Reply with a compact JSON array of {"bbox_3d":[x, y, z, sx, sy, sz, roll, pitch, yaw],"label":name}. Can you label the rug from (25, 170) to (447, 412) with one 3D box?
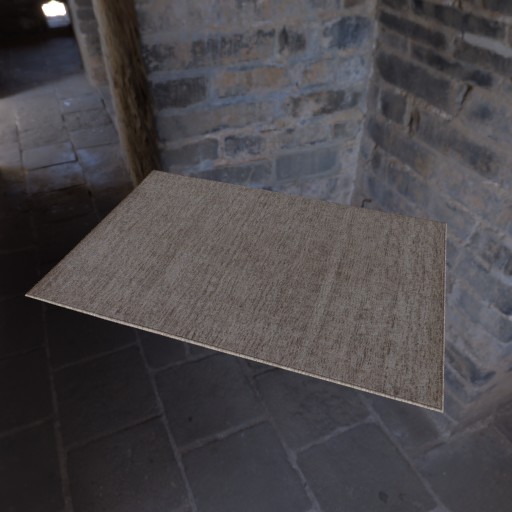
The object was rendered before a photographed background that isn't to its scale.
[{"bbox_3d":[0.000,0.000,2.244,1.822,0.018,1.211,12,42,14],"label":"rug"}]
